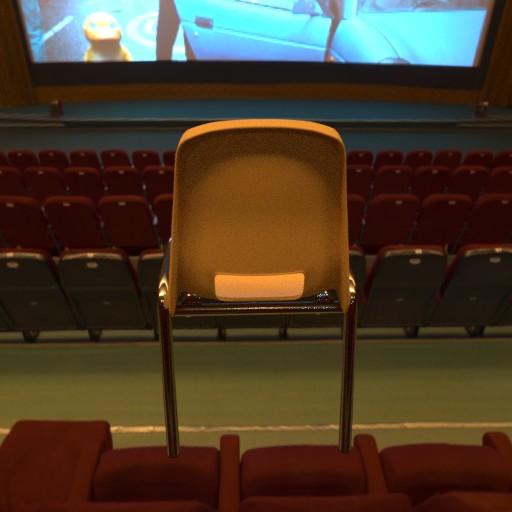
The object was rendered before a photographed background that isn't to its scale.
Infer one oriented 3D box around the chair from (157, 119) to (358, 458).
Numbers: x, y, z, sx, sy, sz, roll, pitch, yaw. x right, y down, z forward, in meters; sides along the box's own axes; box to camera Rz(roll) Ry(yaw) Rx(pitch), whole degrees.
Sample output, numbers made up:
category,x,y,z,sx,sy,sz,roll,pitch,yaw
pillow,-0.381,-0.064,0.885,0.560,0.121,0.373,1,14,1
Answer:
category,x,y,z,sx,sy,sz,roll,pitch,yaw
chair,0.000,0.000,0.822,0.354,0.586,0.423,-1,30,-2
